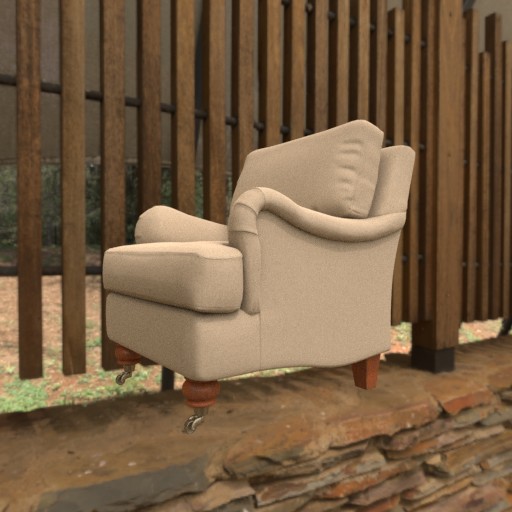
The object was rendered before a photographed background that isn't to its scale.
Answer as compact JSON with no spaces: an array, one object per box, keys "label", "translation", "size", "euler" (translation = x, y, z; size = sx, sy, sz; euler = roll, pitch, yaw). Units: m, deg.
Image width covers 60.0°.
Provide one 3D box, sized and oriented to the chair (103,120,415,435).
[{"label":"chair","translation":[0.000,0.000,1.883],"size":[1.078,1.076,0.895],"euler":[-1,1,-37]}]
